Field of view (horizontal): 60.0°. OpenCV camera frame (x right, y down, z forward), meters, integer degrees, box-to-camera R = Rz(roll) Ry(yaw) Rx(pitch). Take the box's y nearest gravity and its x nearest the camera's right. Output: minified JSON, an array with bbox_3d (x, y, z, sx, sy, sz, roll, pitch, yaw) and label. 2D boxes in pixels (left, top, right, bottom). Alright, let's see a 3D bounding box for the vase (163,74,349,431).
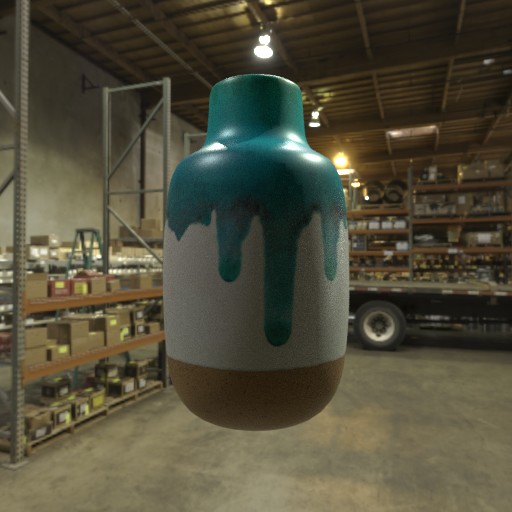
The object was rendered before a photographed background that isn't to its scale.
[{"bbox_3d":[0.000,0.000,0.258,0.106,0.192,0.106,0,-1,0],"label":"vase"}]
